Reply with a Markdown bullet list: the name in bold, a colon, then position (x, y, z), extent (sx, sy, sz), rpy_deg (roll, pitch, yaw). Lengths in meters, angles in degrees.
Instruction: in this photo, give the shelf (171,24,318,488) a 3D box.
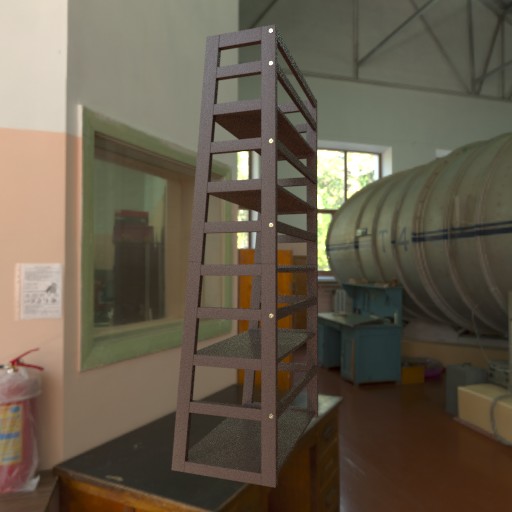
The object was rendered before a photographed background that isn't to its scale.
- **shelf**: position (0.000, 0.000, 1.953), extent (0.403, 1.600, 0.763), rpy_deg (0, -1, 19)
